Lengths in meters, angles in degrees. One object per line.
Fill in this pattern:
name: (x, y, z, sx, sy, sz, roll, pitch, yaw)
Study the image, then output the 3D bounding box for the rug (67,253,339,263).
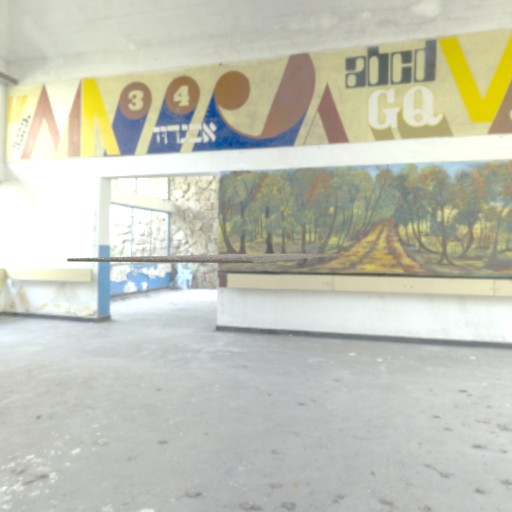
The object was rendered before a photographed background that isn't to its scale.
rug: (0.000, 0.000, 2.031, 0.553, 0.012, 1.827, 0, 1, 17)
